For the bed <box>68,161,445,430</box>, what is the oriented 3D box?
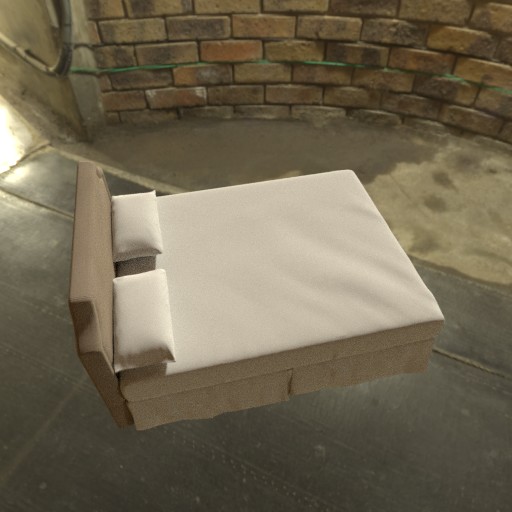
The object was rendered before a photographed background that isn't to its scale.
[{"bbox_3d":[0.000,0.000,3.585,2.498,1.293,1.977,-10,48,-9],"label":"bed"}]
